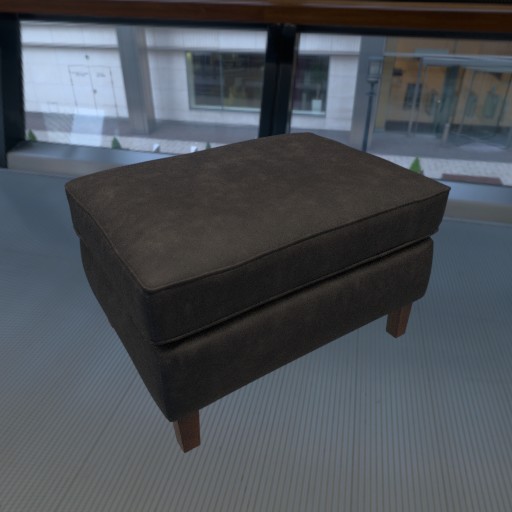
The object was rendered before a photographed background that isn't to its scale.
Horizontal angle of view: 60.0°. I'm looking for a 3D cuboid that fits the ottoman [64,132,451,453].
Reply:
[{"bbox_3d":[0.000,0.000,0.985,0.665,0.413,0.501,-19,36,-28],"label":"ottoman"}]
